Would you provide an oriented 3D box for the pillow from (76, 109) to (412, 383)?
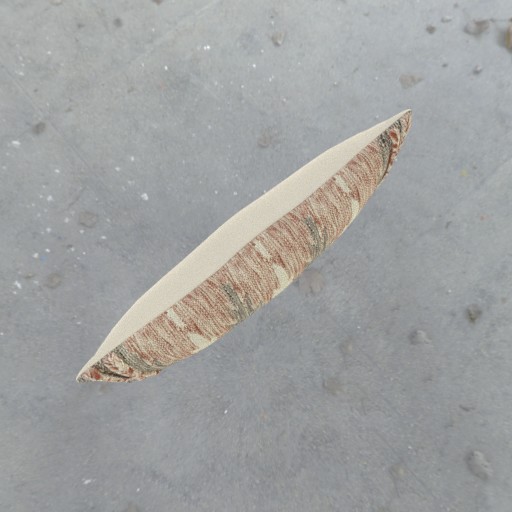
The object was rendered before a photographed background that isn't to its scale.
[{"bbox_3d":[0.000,0.000,0.747,0.635,0.282,0.139,-39,79,-9],"label":"pillow"}]
